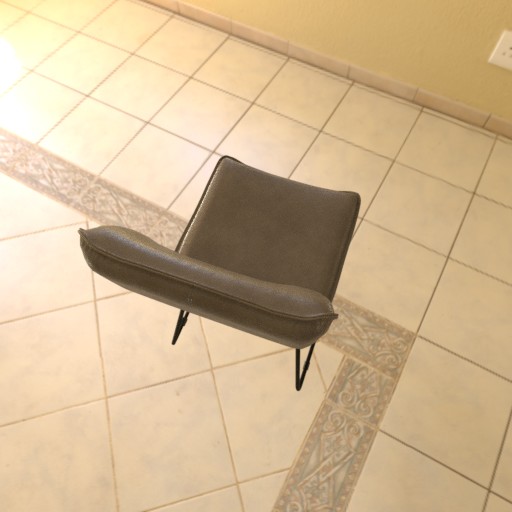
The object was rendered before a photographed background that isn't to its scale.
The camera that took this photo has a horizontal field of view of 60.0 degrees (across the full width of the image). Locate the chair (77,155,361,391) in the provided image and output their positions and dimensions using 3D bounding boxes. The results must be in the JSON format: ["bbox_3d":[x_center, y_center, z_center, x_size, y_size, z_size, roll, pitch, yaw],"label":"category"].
[{"bbox_3d":[0.000,0.000,1.322,0.515,0.932,0.688,18,64,9],"label":"chair"}]
